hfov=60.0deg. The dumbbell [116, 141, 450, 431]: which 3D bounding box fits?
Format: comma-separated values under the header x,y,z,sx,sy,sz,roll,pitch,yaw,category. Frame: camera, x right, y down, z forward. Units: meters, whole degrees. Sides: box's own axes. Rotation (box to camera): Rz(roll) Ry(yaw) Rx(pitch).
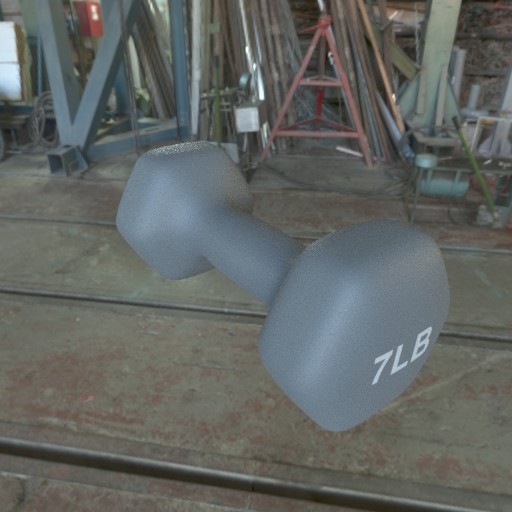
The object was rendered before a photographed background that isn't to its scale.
x,y,z,sx,sy,sz,roll,pitch,yaw,category
0.000,0.000,0.228,0.090,0.081,0.184,-20,35,-31,dumbbell
